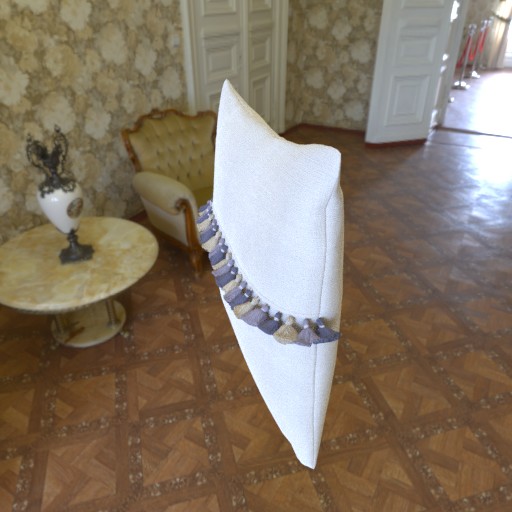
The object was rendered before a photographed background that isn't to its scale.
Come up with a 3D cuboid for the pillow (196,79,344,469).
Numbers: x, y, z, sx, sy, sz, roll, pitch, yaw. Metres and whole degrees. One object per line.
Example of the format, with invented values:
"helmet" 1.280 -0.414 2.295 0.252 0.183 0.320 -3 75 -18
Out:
"pillow" 0.000 0.000 0.732 0.165 0.481 0.489 -9 31 -14
